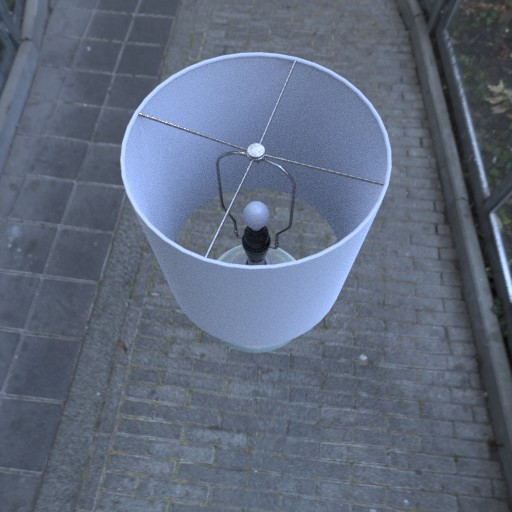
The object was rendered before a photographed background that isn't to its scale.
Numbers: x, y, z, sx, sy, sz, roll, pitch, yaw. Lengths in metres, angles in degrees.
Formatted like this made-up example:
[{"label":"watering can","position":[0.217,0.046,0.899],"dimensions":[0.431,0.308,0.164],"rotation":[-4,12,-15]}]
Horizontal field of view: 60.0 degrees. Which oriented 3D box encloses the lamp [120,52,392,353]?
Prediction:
[{"label":"lamp","position":[0.000,0.000,0.538],"dimensions":[0.217,0.404,0.217],"rotation":[18,65,9]}]
